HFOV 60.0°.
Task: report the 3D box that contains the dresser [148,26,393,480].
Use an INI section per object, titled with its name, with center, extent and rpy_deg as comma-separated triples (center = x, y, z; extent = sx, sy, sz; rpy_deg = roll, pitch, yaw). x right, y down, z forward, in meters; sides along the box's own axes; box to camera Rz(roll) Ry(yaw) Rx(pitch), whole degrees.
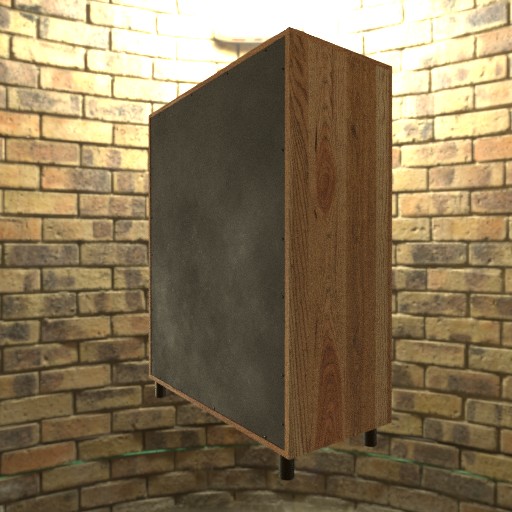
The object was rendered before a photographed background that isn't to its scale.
[dresser]
center = 0.000, 0.000, 1.724
extent = 0.480, 1.243, 0.966
rpy_deg = 0, 1, -36
